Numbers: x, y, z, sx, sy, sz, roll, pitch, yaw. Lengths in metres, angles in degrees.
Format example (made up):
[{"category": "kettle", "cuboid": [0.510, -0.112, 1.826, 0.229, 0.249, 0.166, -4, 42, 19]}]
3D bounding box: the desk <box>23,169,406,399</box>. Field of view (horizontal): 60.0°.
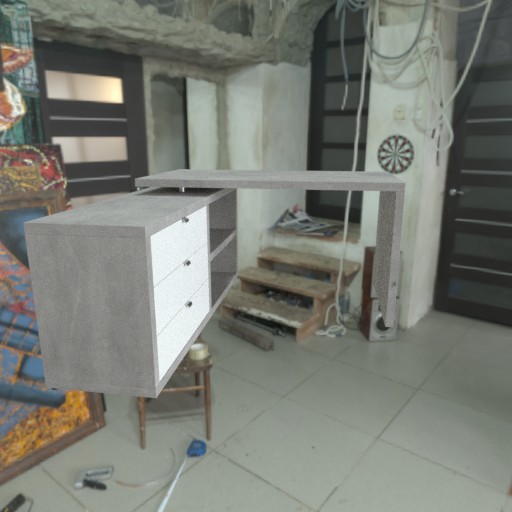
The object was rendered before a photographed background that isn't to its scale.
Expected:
[{"category": "desk", "cuboid": [0.000, 0.000, 2.226, 1.400, 0.740, 1.500, 2, 15, 9]}]
